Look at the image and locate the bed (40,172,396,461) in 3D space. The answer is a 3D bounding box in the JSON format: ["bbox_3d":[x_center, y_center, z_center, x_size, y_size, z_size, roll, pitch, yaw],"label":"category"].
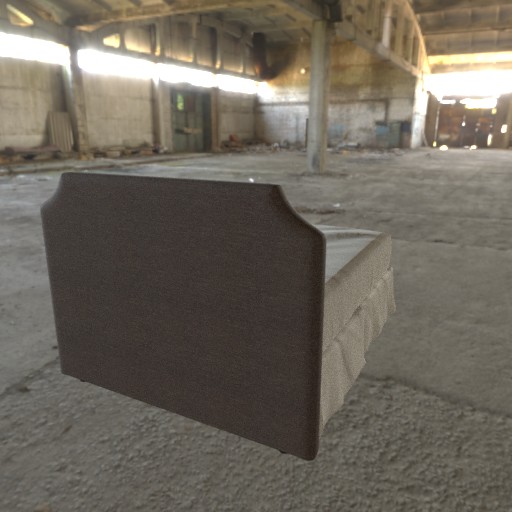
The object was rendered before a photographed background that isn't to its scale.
[{"bbox_3d":[0.000,0.000,3.139,1.693,1.290,2.116,8,18,26],"label":"bed"}]
